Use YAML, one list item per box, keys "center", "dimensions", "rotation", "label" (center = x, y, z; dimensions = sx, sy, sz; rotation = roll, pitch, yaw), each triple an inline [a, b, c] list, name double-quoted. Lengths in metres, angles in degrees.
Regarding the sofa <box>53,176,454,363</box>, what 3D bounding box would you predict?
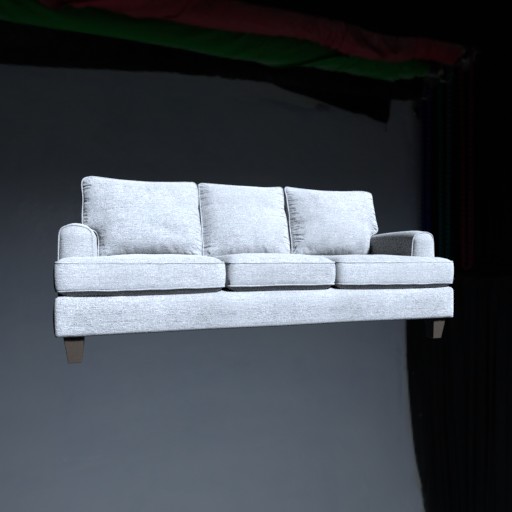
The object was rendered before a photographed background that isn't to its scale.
- center: [0.000, 0.000, 2.679]
  dimensions: [2.158, 0.965, 0.951]
  rotation: [0, 0, -18]
  label: "sofa"
